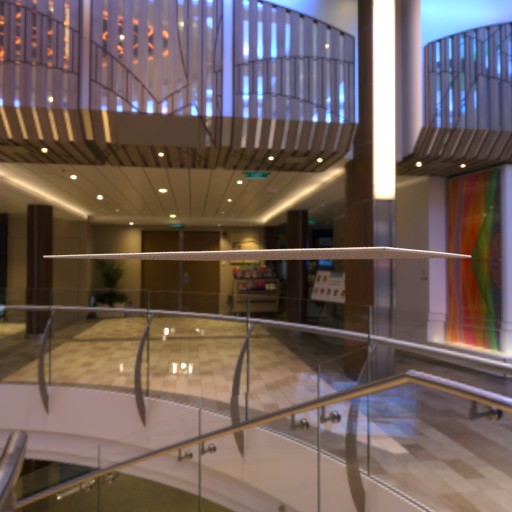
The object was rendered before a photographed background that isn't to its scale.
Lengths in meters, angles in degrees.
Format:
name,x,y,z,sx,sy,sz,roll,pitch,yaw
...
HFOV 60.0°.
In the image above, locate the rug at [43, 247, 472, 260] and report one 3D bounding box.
name,x,y,z,sx,sy,sz,roll,pitch,yaw
rug,0.000,0.000,3.060,2.438,0.026,1.706,-1,-2,36
